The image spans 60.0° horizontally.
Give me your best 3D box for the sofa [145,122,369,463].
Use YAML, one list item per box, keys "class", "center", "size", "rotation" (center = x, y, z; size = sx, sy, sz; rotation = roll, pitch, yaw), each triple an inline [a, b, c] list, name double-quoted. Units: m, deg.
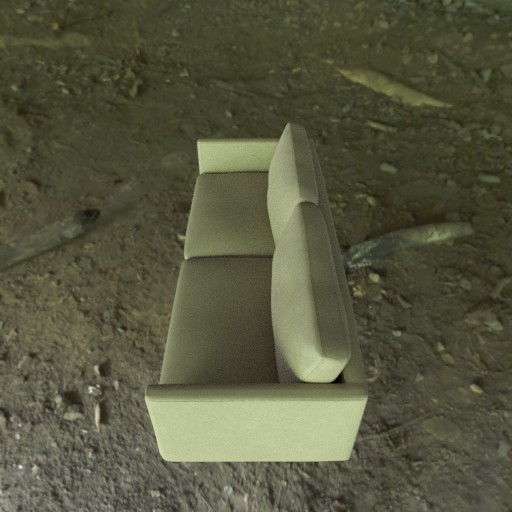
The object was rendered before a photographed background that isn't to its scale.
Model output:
- class: "sofa"
  center: [0.000, 0.000, 2.895]
  size: [0.988, 0.912, 2.404]
  rotation: [0, 41, 0]
